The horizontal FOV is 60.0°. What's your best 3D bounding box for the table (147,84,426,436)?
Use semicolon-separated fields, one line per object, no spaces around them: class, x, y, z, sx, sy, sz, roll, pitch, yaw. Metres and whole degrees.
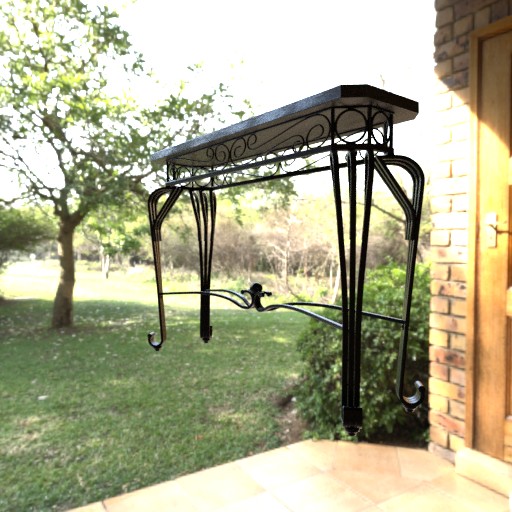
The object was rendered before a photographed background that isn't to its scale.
table;0.000;0.000;1.490;0.329;0.800;1.112;-1;2;-38
